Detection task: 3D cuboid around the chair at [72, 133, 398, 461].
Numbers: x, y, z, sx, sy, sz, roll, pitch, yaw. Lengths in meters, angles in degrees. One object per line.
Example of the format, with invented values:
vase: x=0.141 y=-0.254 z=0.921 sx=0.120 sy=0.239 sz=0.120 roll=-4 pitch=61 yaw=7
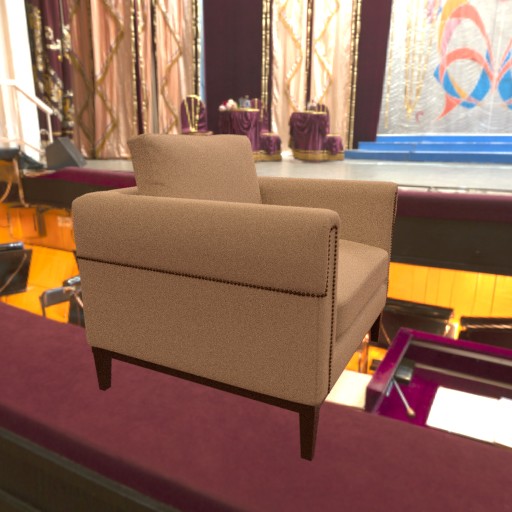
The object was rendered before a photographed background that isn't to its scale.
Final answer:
chair: x=0.000 y=0.000 z=1.721 sx=0.896 sy=0.915 sz=0.982 roll=7 pitch=17 yaw=26
